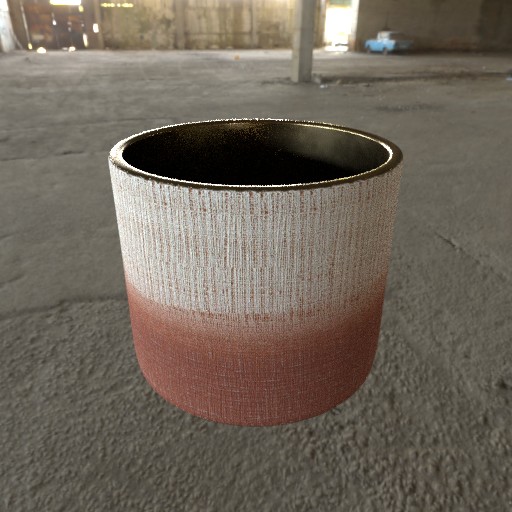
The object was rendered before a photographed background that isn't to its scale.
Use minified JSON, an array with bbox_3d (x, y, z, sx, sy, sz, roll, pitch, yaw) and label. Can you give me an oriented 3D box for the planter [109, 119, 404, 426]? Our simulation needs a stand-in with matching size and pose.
[{"bbox_3d":[0.000,0.000,0.439,0.254,0.221,0.254,0,27,0],"label":"planter"}]
